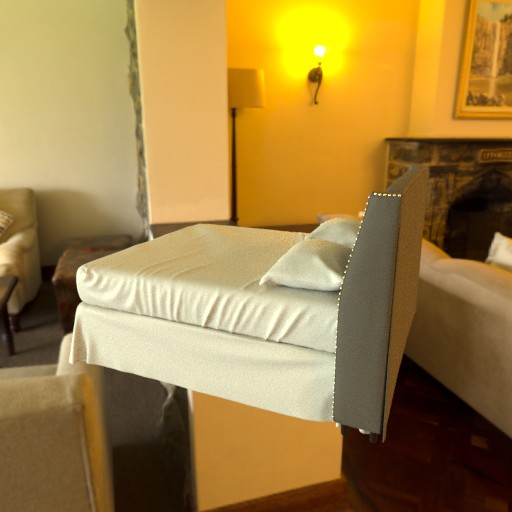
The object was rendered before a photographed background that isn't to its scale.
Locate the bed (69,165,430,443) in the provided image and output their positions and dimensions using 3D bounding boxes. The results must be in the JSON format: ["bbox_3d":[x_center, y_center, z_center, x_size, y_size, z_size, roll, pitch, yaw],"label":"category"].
[{"bbox_3d":[0.000,0.000,3.375,2.276,1.332,1.925,7,17,23],"label":"bed"}]
